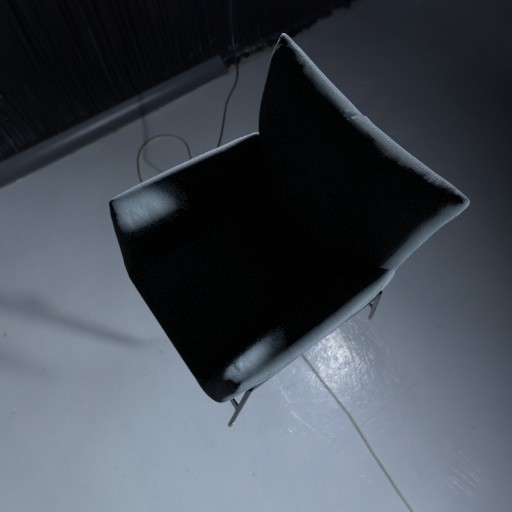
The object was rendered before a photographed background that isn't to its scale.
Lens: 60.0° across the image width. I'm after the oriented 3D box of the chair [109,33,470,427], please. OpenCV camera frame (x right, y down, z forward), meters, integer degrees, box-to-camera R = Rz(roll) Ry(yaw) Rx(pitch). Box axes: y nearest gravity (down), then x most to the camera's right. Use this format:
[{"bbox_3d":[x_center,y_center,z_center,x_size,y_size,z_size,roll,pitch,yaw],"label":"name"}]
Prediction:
[{"bbox_3d":[0.000,0.000,1.375,0.709,0.858,0.678,-33,69,-15],"label":"chair"}]
